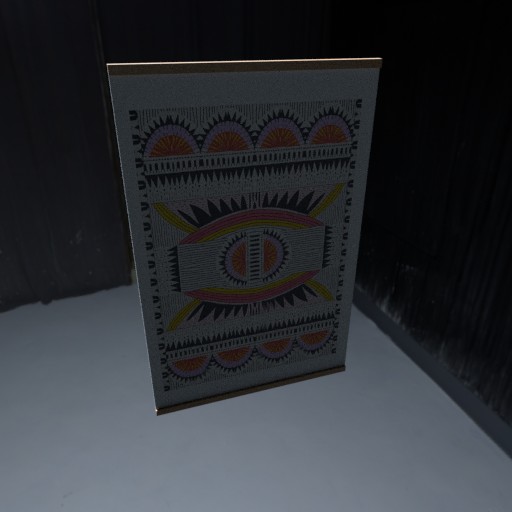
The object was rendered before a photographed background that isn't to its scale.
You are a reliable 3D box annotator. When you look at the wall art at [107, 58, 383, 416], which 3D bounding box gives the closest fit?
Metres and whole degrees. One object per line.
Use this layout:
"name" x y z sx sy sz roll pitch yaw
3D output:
"wall art" 0.000 0.000 1.901 0.999 1.533 0.028 -9 28 -16
